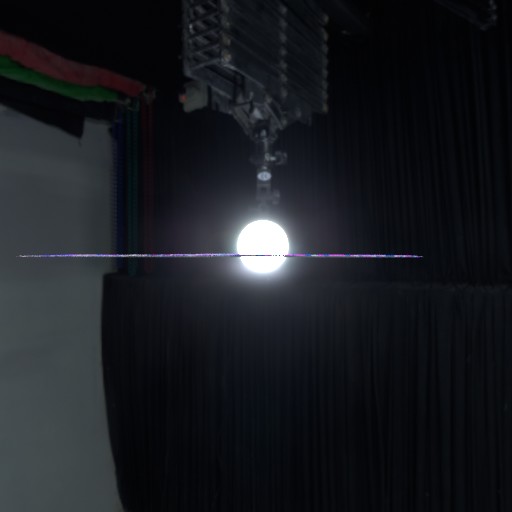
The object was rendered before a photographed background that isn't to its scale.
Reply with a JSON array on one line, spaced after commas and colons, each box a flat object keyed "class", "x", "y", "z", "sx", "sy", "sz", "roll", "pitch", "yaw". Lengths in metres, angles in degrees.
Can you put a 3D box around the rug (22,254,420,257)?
[{"class": "rug", "x": 0.000, "y": 0.000, "z": 2.903, "sx": 1.539, "sy": 0.013, "sz": 2.350, "roll": 0, "pitch": 0, "yaw": 35}]
